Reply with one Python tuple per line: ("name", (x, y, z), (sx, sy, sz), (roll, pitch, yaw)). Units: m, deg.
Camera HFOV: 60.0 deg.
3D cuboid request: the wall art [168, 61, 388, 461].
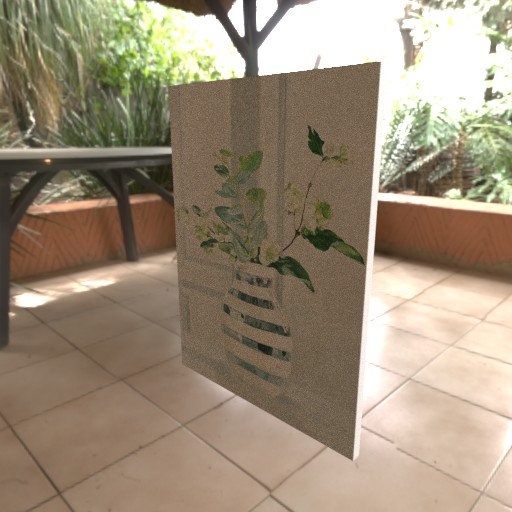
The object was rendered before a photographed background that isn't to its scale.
("wall art", (0.000, 0.000, 1.605), (0.914, 1.212, 0.038), (14, 21, 42))
